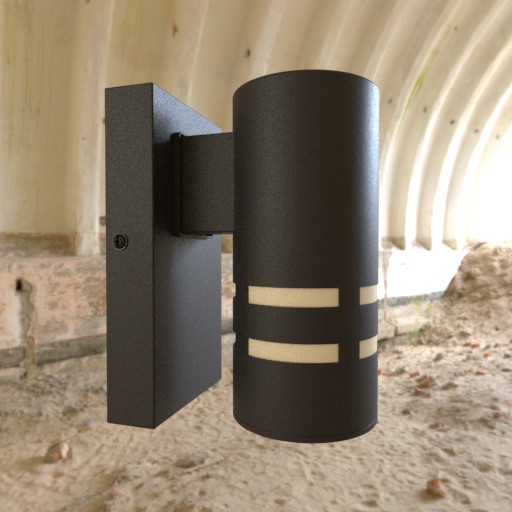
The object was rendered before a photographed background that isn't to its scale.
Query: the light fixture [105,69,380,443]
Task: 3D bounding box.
[{"bbox_3d":[0.000,0.000,0.259,0.138,0.179,0.098,0,1,18],"label":"light fixture"}]
